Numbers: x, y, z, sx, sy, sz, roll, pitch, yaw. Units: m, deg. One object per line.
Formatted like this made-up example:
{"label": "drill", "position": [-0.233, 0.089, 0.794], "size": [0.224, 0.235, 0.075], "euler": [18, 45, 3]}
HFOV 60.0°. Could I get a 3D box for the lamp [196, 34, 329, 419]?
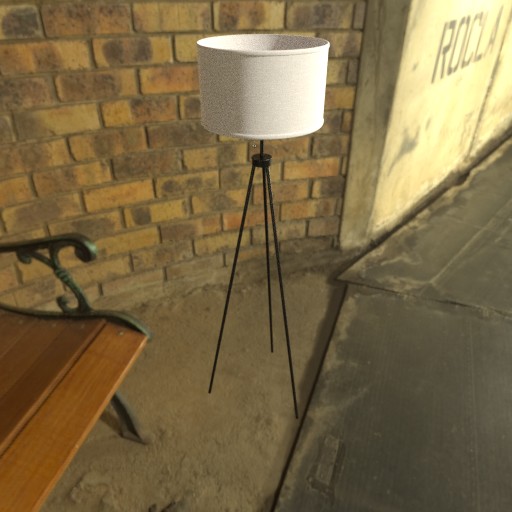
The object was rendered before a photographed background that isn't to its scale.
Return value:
{"label": "lamp", "position": [0.000, 0.000, 1.766], "size": [0.458, 1.545, 0.448], "euler": [-9, 33, -15]}
